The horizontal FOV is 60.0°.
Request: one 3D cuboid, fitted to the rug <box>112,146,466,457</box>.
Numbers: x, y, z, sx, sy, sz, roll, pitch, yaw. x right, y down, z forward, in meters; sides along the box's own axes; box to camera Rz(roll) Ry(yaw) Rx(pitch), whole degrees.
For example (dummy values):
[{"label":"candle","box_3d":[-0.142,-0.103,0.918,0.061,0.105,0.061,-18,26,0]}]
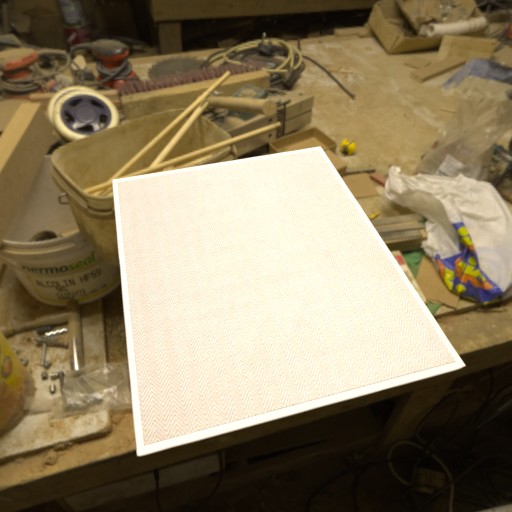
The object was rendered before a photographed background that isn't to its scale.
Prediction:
[{"label":"rug","box_3d":[0.000,0.000,4.057,2.423,0.019,3.009,-11,48,-10]}]
